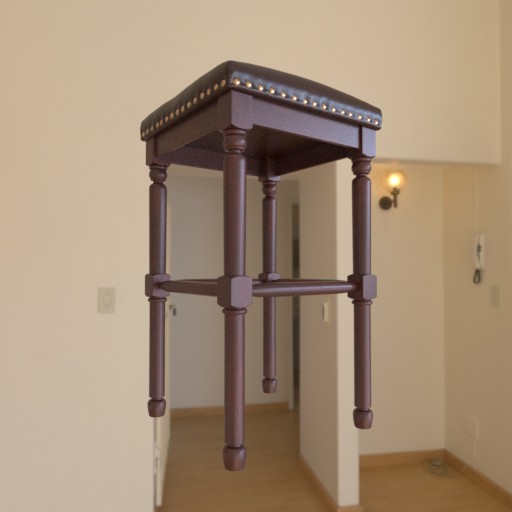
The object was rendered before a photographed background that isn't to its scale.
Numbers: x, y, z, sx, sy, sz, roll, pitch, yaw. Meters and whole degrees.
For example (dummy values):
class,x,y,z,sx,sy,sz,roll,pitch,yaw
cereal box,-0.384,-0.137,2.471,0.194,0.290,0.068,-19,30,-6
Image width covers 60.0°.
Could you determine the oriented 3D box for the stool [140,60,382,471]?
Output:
class,x,y,z,sx,sy,sz,roll,pitch,yaw
stool,0.000,0.000,0.955,0.383,0.702,0.382,1,-2,-36
